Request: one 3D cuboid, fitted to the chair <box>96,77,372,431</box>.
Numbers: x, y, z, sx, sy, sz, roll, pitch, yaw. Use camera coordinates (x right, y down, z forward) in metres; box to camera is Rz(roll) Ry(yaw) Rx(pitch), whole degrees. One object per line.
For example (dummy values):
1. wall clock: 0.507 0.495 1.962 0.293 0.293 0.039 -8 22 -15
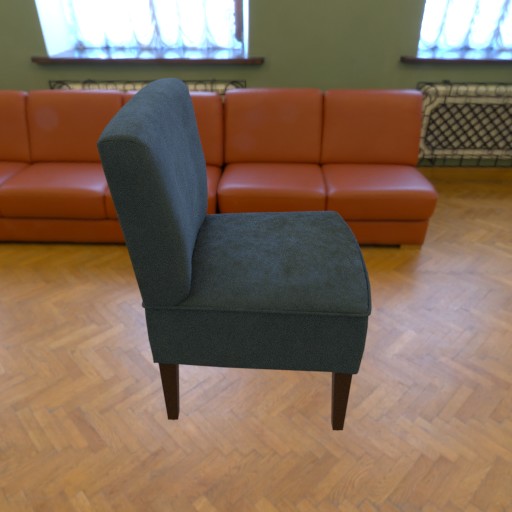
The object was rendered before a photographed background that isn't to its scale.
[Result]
1. chair: 0.000 0.000 1.159 0.551 0.806 0.521 0 32 0
